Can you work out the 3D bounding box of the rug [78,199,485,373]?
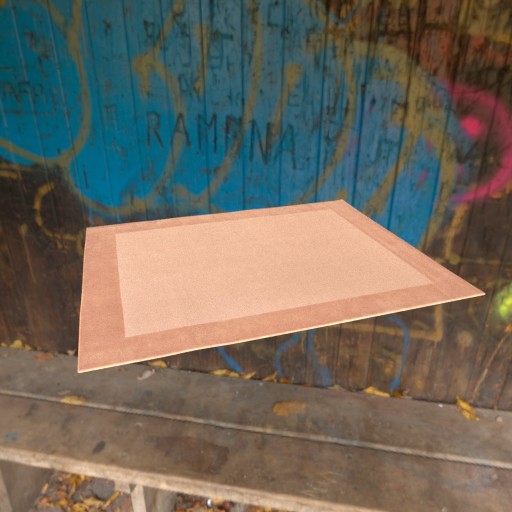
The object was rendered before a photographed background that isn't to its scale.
[{"bbox_3d":[0.000,0.000,4.137,3.057,0.021,2.431,-8,27,-16],"label":"rug"}]
